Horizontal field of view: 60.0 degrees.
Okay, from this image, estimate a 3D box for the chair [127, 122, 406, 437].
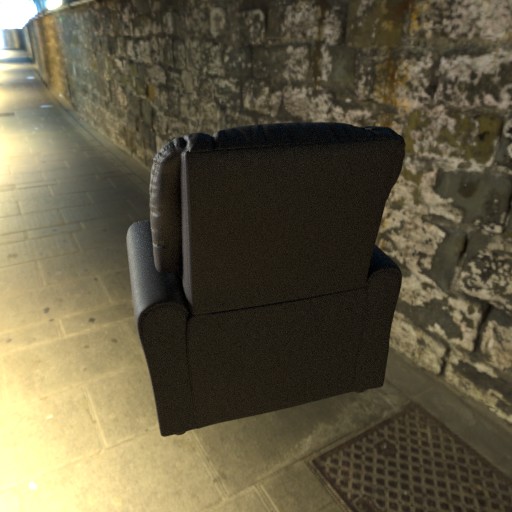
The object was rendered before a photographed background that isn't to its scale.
[{"bbox_3d":[0.000,0.000,1.101,0.610,0.709,0.521,-8,27,-15],"label":"chair"}]
